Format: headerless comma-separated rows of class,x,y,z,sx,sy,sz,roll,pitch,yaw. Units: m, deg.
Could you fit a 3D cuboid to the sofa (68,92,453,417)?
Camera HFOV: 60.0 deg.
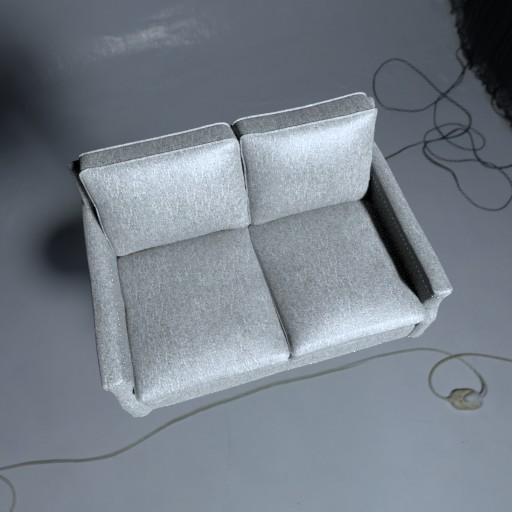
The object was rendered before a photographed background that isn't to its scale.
sofa,0.000,0.000,2.211,1.597,1.003,1.084,-14,65,-7
